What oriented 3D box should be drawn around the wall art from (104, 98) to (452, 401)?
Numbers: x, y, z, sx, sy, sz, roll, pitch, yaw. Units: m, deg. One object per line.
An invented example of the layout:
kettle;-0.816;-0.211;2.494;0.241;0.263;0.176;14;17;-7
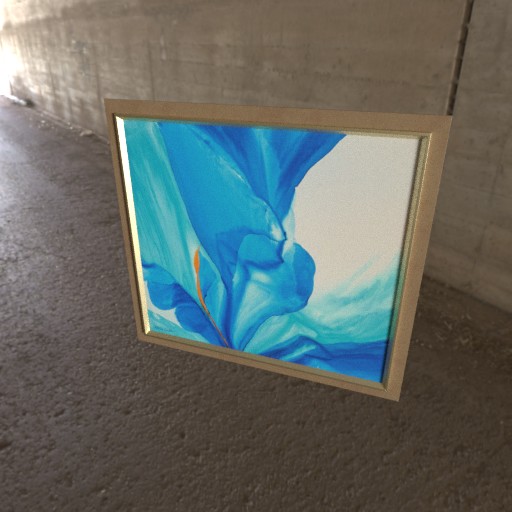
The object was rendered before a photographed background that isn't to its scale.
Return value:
wall art;0.000;0.000;1.653;1.168;1.067;0.025;9;28;18
